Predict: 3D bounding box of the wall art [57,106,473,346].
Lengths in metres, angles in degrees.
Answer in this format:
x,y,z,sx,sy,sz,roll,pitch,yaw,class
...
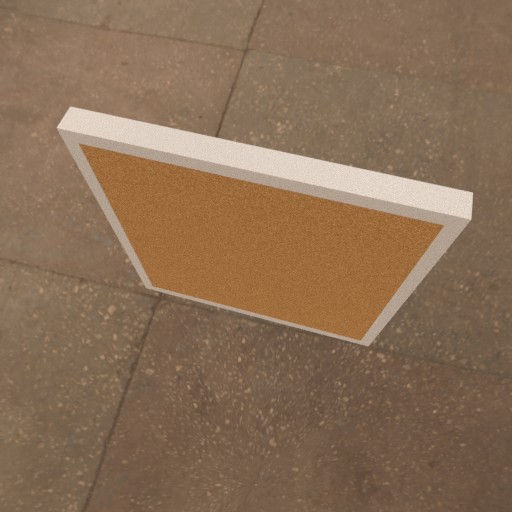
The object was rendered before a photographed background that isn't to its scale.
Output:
x,y,z,sx,sy,sz,roll,pitch,yaw,class
0.000,0.000,0.758,0.507,0.508,0.038,14,64,7,wall art
